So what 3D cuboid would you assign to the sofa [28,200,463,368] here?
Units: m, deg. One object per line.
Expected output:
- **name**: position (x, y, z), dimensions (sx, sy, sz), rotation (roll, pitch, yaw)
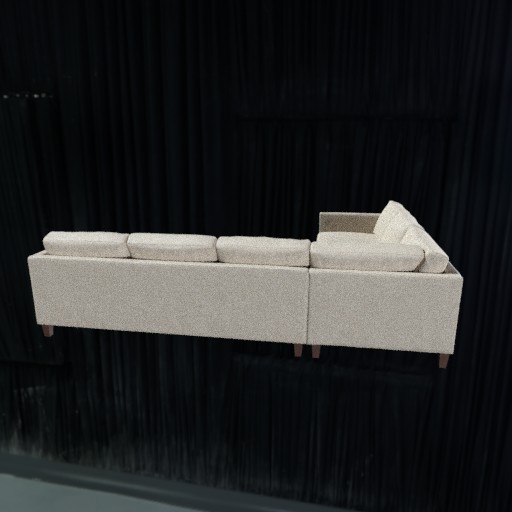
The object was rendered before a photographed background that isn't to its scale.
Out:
- **sofa**: position (0.000, 0.000, 4.363), dimensions (3.182, 0.863, 2.432), rotation (3, 16, 9)
